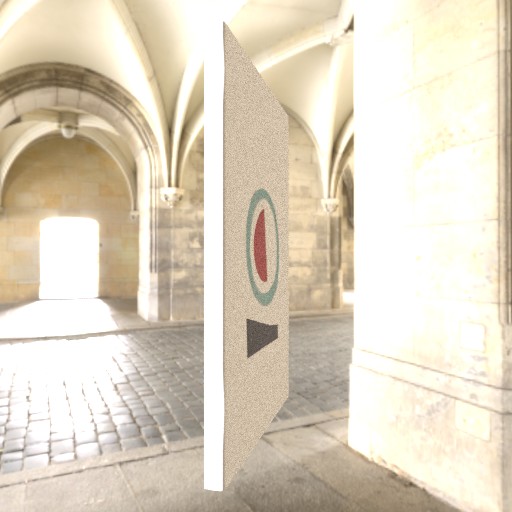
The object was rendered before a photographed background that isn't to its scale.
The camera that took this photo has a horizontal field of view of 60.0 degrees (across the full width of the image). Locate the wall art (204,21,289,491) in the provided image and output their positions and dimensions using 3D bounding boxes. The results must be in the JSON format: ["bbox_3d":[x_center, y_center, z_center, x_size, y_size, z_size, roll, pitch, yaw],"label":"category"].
[{"bbox_3d":[0.000,0.000,1.140,0.048,0.902,0.602,0,0,16],"label":"wall art"}]
